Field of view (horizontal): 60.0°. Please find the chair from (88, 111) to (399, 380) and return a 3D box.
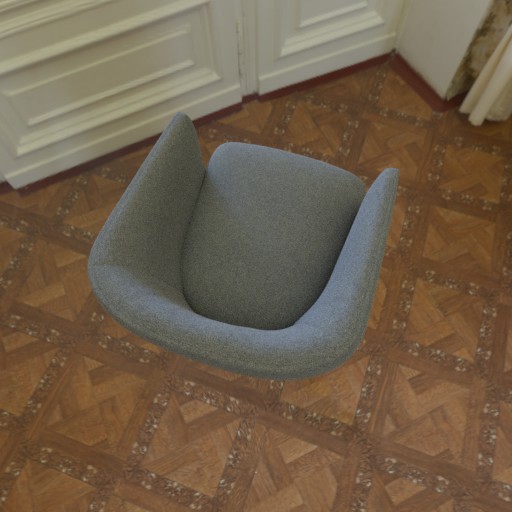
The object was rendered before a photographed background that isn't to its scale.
[{"bbox_3d":[0.000,0.000,1.644,0.822,0.861,0.986,17,65,8],"label":"chair"}]
